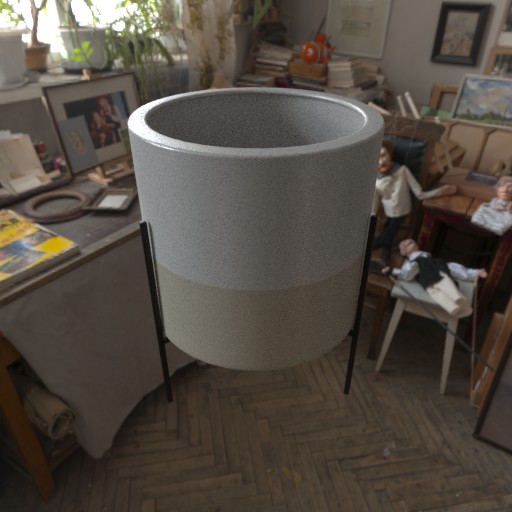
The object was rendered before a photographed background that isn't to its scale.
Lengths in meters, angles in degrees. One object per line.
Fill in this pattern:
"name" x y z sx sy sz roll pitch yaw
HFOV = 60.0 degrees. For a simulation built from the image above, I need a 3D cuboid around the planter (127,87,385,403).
"planter" 0.000 0.000 0.760 0.359 0.484 0.368 -2 32 -3
